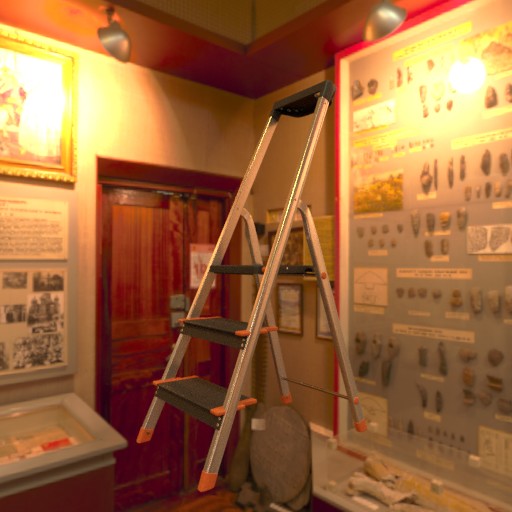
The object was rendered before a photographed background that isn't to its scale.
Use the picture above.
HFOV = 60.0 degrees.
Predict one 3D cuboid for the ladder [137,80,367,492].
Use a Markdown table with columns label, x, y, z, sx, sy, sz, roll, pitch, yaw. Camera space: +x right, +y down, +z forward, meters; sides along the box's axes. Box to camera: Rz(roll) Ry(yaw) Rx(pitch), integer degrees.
| label | x | y | z | sx | sy | sz | roll | pitch | yaw |
| --- | --- | --- | --- | --- | --- | --- | --- | --- | --- |
| ladder | 0.000 | 0.000 | 1.523 | 0.686 | 1.229 | 0.416 | 1 | -1 | -38 |
